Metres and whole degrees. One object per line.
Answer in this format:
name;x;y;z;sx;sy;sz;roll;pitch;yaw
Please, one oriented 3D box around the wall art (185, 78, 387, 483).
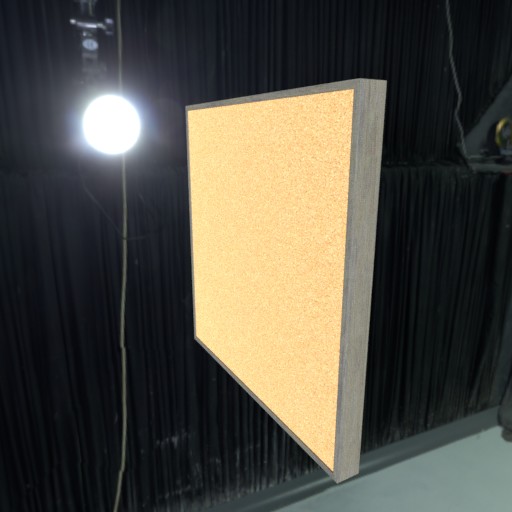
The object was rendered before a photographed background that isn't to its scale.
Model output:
wall art;0.000;0.000;0.749;0.037;0.507;0.507;-8;17;-28
